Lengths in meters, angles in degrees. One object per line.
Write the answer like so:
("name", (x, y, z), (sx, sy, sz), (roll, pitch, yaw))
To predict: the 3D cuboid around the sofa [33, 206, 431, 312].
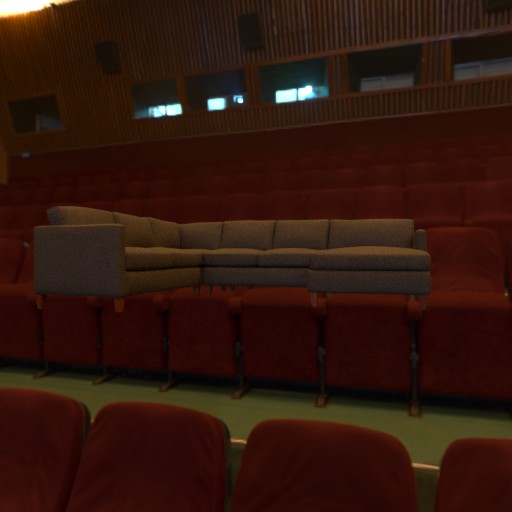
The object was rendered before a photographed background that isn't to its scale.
("sofa", (0.000, 0.000, 4.694), (3.460, 0.961, 2.594), (0, 0, 17))
